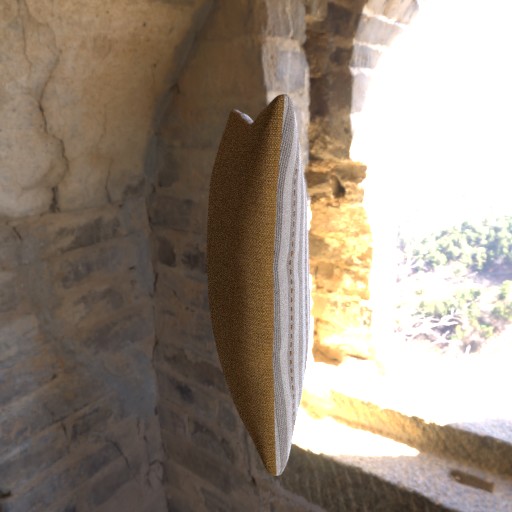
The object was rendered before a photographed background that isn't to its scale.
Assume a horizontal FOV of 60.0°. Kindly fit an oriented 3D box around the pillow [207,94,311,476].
[{"bbox_3d":[0.000,0.000,0.667,0.147,0.437,0.432,-3,16,-9],"label":"pillow"}]
